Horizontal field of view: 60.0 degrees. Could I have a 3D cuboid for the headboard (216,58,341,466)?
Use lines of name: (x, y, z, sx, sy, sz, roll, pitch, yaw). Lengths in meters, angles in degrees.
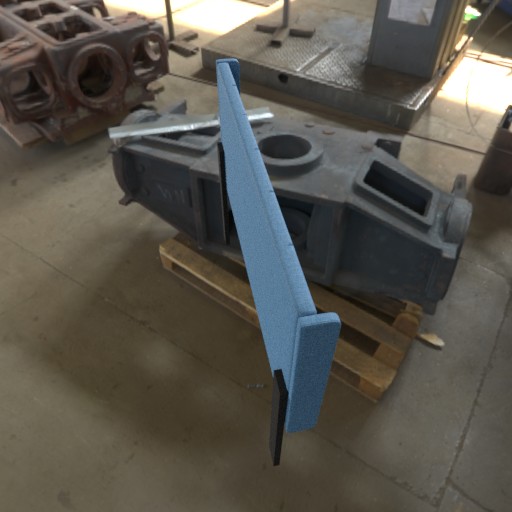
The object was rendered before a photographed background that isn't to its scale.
headboard: (0.000, 0.000, 2.703, 0.184, 1.524, 2.051, -8, 48, -8)
